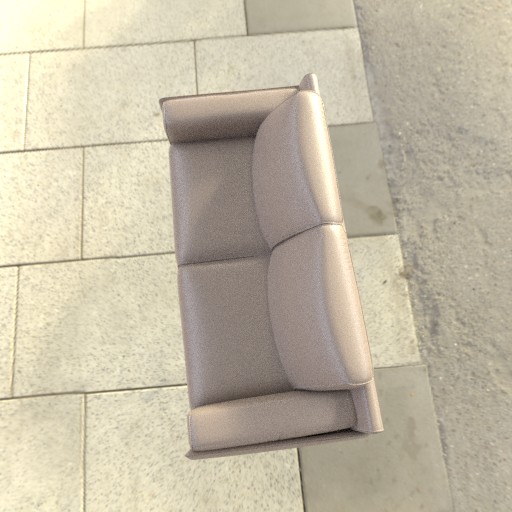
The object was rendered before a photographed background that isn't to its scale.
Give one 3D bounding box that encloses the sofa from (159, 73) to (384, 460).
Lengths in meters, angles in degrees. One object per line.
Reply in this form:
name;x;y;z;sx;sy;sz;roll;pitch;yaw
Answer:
sofa;0.000;0.000;2.590;1.049;0.930;2.101;-7;75;-2
